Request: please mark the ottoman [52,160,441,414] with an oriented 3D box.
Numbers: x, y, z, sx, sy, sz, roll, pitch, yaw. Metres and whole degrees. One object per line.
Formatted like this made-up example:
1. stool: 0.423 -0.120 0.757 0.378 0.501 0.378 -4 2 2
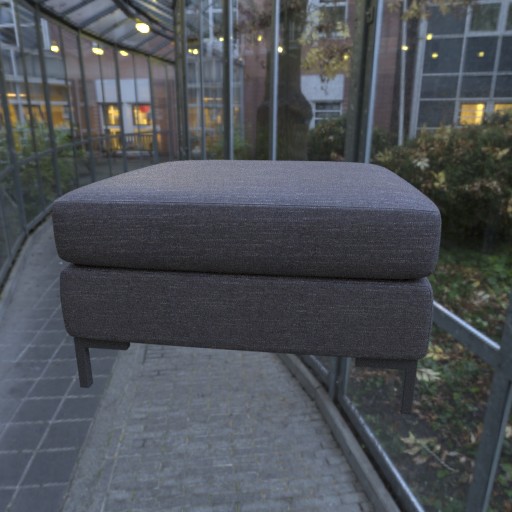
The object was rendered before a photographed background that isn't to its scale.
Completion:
1. ottoman: 0.000 0.000 1.228 0.820 0.490 0.671 2 18 7
